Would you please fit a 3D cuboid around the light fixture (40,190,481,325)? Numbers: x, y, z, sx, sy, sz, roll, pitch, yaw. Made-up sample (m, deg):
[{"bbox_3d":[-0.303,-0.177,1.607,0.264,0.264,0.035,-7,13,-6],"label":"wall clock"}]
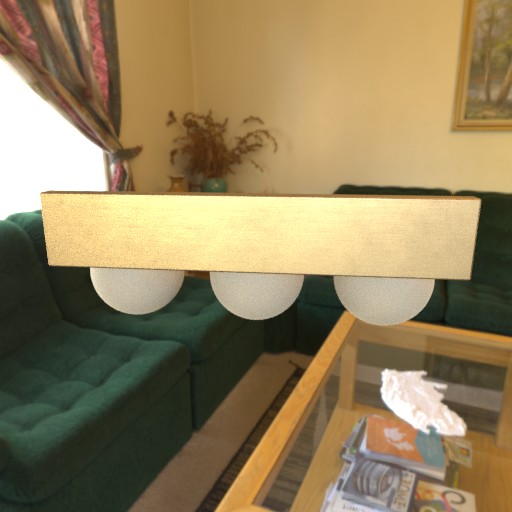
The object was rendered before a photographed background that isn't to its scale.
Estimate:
[{"bbox_3d":[0.000,0.000,0.857,0.721,0.263,0.218,2,16,6],"label":"light fixture"}]
